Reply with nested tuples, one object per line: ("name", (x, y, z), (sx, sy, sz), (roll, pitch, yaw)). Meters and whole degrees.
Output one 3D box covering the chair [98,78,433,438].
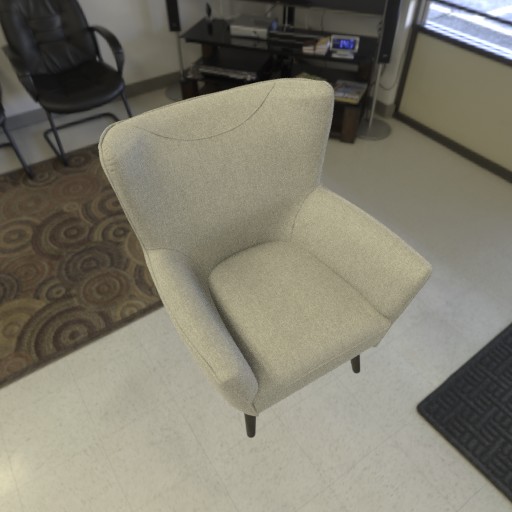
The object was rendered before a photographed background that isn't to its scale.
("chair", (0.000, 0.000, 1.555), (0.781, 0.933, 0.888), (-24, 50, -21))
